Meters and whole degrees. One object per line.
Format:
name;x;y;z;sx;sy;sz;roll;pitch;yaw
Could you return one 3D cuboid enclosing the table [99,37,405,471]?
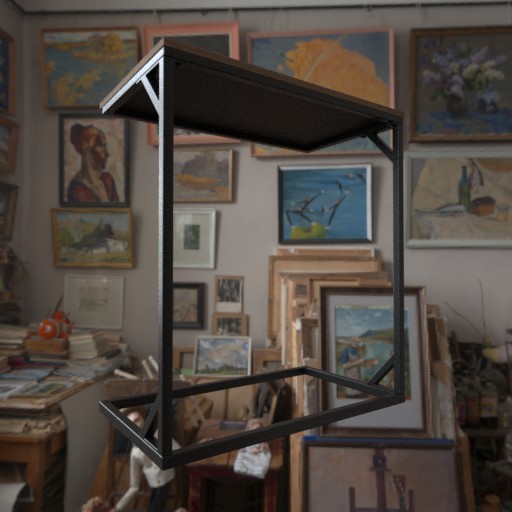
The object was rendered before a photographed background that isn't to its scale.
table;0.000;0.000;1.000;0.597;0.673;0.351;1;-1;-35
